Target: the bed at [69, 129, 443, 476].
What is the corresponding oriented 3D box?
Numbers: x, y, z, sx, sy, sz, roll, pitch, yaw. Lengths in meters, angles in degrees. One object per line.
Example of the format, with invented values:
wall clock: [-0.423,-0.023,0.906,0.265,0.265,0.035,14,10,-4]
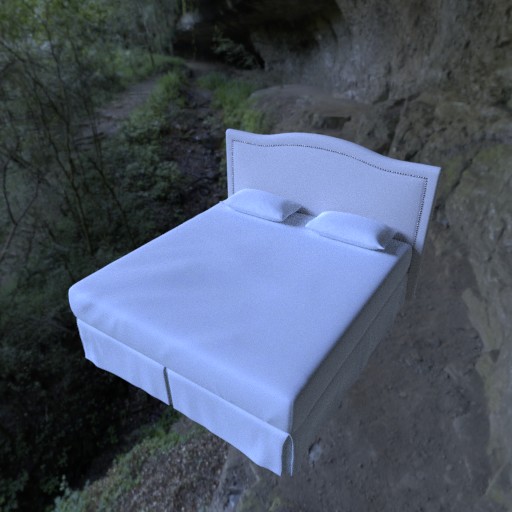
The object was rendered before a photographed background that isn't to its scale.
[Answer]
bed: [0.000,0.000,3.485,2.083,1.421,2.182,19,36,29]
